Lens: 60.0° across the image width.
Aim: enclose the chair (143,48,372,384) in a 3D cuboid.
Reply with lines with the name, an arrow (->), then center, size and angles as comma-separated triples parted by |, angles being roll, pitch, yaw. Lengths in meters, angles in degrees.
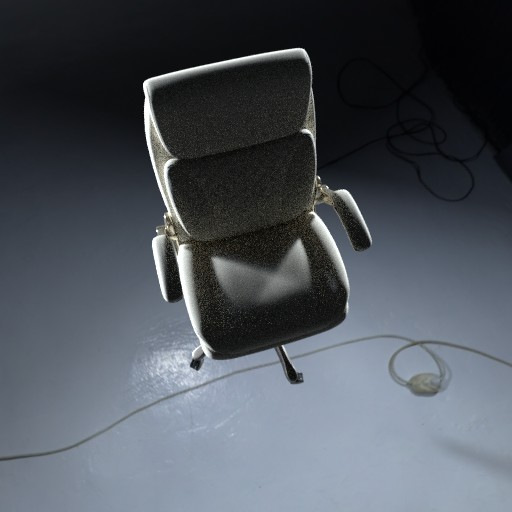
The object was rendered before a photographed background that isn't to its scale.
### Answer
chair -> 0.000, 0.000, 1.618 | 0.740, 1.110, 0.794 | -18, 64, -9
